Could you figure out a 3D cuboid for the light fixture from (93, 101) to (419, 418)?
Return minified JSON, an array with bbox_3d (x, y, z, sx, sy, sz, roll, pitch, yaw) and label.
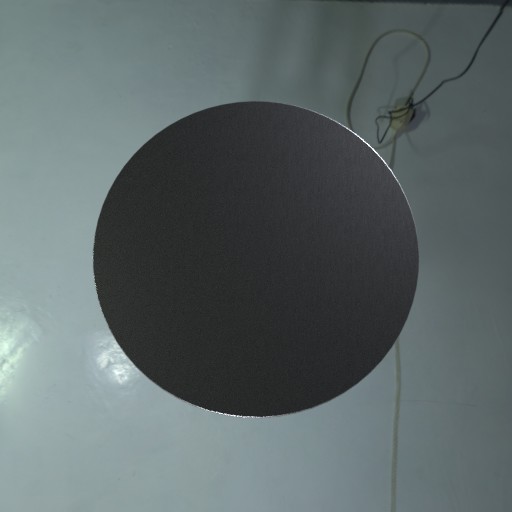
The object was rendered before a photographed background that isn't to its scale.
[{"bbox_3d":[0.000,0.000,0.547,0.368,0.100,0.368,0,76,0],"label":"light fixture"}]
